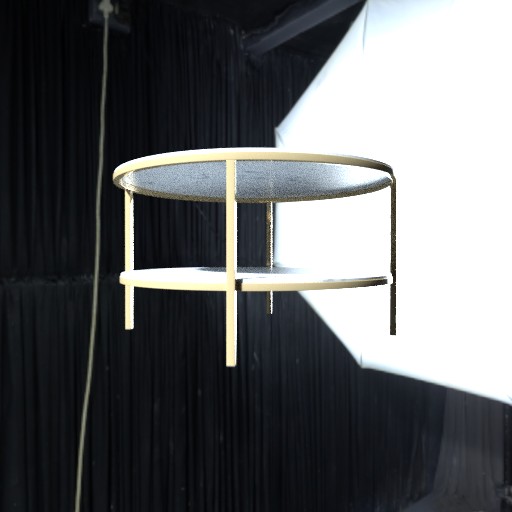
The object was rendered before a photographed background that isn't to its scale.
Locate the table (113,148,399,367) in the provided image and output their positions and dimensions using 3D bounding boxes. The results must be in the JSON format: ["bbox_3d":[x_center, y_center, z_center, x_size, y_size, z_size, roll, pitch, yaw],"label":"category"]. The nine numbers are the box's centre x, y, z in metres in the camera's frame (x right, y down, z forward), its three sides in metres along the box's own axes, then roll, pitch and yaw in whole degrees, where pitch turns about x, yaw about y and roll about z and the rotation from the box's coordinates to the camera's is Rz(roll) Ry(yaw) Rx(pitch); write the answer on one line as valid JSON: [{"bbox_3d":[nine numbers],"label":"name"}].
[{"bbox_3d":[0.000,0.000,1.306,0.800,0.450,0.800,0,0,0],"label":"table"}]
